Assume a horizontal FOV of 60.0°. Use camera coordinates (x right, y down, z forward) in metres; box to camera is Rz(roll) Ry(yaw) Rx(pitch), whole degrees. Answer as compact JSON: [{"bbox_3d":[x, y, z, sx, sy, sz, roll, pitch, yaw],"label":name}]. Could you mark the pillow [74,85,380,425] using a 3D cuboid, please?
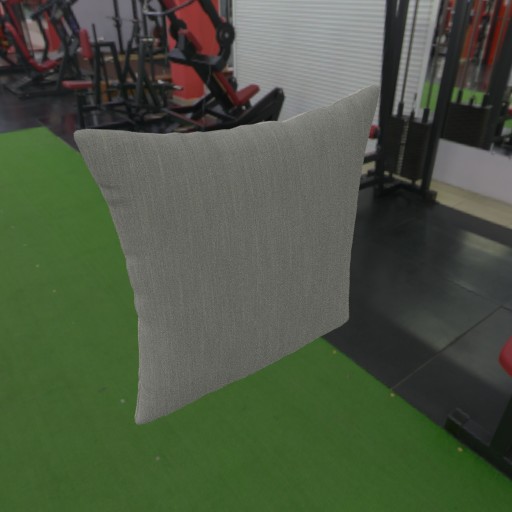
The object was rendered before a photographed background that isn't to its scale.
[{"bbox_3d":[0.000,0.000,0.763,0.511,0.509,0.161,-20,36,-29],"label":"pillow"}]
